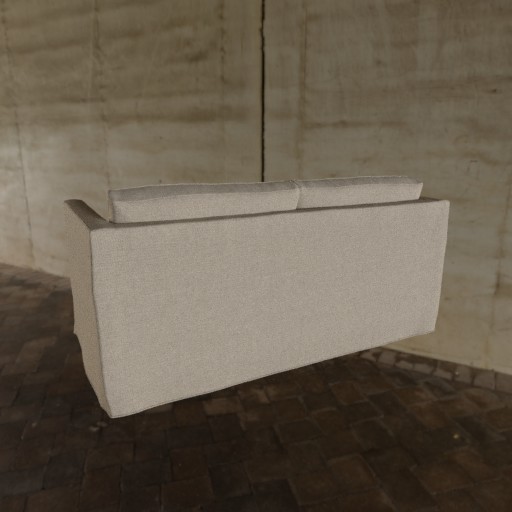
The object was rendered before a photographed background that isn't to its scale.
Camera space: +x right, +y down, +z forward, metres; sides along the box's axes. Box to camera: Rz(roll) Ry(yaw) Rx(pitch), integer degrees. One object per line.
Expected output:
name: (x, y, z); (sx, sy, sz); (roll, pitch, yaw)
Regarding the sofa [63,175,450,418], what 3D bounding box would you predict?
sofa: (0.000, 0.000, 2.306); (1.766, 0.828, 0.956); (-7, 16, -27)
